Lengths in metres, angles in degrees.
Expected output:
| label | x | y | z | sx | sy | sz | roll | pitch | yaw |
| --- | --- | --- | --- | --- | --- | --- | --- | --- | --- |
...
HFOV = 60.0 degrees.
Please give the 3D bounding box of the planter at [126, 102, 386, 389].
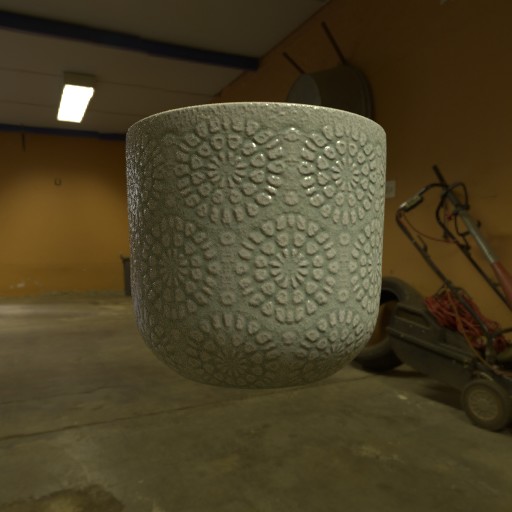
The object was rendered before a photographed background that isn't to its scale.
| label | x | y | z | sx | sy | sz | roll | pitch | yaw |
| --- | --- | --- | --- | --- | --- | --- | --- | --- | --- |
| planter | 0.000 | 0.000 | 0.301 | 0.169 | 0.153 | 0.169 | 0 | 1 | 0 |
